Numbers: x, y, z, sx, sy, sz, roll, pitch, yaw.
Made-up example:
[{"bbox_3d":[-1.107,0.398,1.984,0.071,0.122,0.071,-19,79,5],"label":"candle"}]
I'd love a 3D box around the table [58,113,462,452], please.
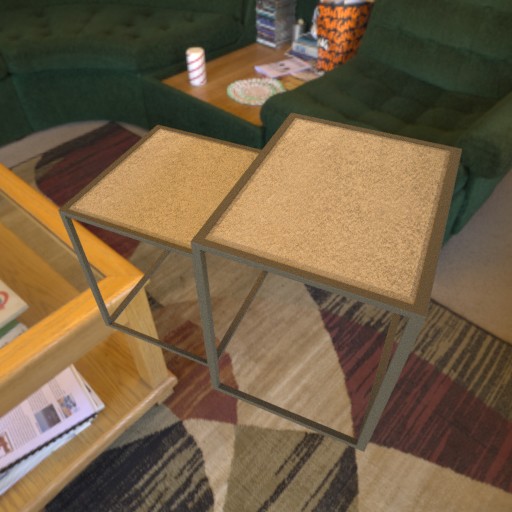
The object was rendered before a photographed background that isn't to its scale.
[{"bbox_3d":[0.000,0.000,1.138,0.788,0.540,0.508,18,48,16],"label":"table"}]
